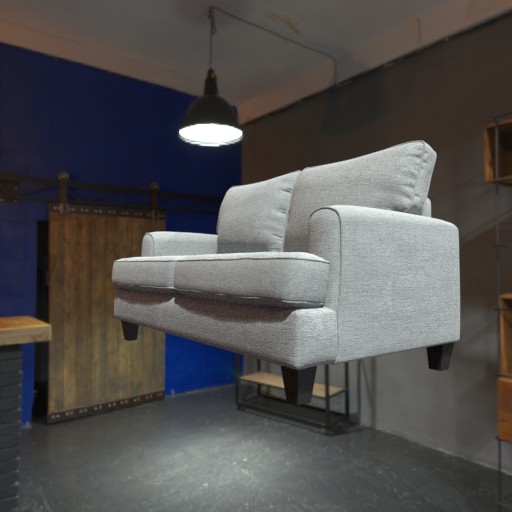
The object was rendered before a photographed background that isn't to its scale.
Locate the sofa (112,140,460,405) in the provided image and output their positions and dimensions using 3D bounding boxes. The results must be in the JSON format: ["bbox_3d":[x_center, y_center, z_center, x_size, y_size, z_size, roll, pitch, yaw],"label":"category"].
[{"bbox_3d":[0.000,0.000,2.230,0.965,0.965,1.651,1,-2,-36],"label":"sofa"}]
